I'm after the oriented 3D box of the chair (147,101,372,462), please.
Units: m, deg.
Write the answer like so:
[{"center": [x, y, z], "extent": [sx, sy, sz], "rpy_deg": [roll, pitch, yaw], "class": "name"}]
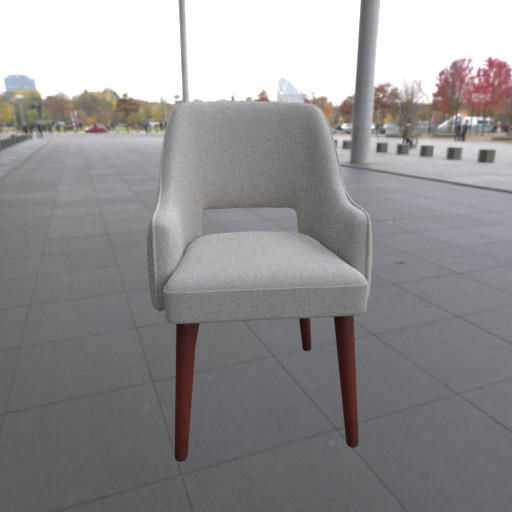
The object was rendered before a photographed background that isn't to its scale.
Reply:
[{"center": [0.000, 0.000, 1.235], "extent": [0.560, 0.840, 0.580], "rpy_deg": [-2, 17, -6], "class": "chair"}]
